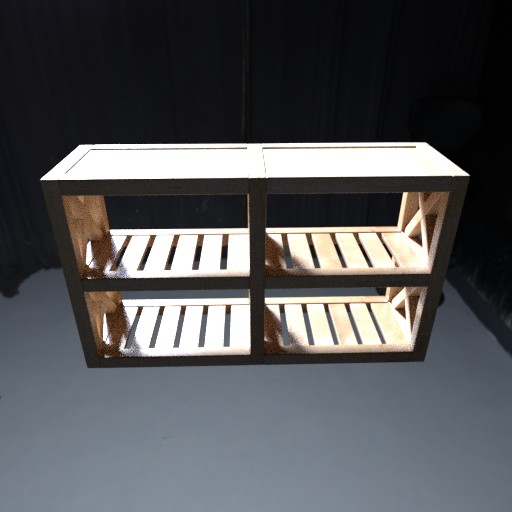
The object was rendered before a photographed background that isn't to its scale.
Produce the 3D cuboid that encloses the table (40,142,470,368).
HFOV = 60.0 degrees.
[{"bbox_3d":[0.000,0.000,1.698,1.320,0.762,0.381,-1,29,-1],"label":"table"}]
